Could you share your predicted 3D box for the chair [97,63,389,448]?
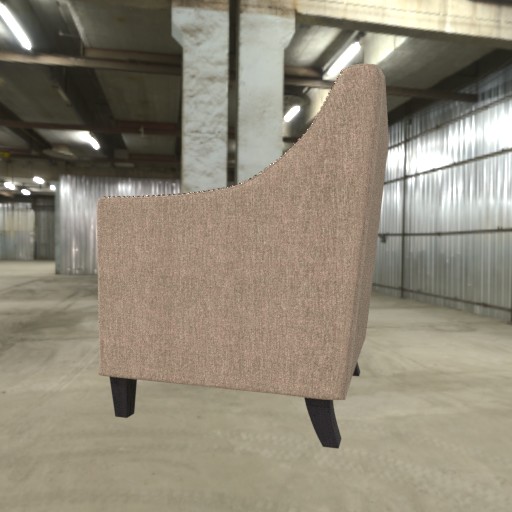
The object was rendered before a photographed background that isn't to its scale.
[{"bbox_3d":[0.000,0.000,1.567,0.884,0.967,0.776,0,1,17],"label":"chair"}]
